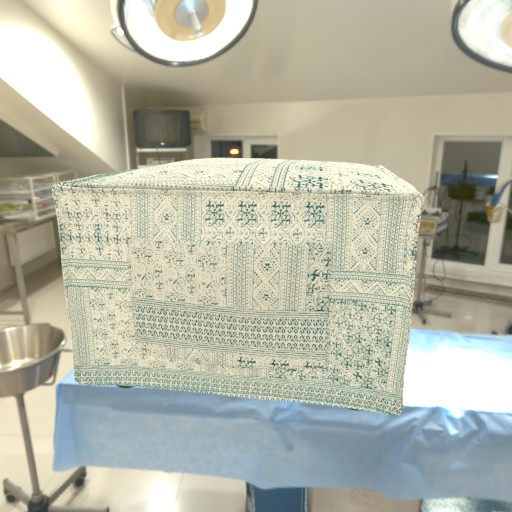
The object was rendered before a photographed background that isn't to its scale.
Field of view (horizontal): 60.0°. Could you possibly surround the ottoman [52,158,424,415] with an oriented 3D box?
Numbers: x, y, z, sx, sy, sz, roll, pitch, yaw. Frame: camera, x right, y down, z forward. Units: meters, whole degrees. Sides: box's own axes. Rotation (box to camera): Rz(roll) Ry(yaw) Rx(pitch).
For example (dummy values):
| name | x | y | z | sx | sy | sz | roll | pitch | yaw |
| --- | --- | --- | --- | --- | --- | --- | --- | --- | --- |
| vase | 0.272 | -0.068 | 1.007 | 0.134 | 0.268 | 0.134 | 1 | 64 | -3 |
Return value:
| name | x | y | z | sx | sy | sz | roll | pitch | yaw |
| --- | --- | --- | --- | --- | --- | --- | --- | --- | --- |
| ottoman | 0.000 | 0.000 | 1.032 | 0.617 | 0.439 | 0.626 | 3 | 16 | 9 |
